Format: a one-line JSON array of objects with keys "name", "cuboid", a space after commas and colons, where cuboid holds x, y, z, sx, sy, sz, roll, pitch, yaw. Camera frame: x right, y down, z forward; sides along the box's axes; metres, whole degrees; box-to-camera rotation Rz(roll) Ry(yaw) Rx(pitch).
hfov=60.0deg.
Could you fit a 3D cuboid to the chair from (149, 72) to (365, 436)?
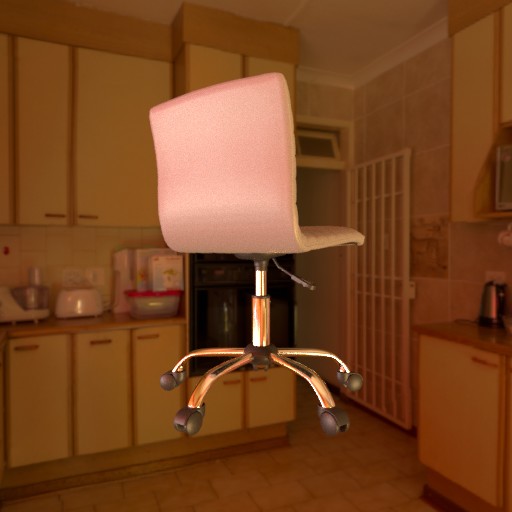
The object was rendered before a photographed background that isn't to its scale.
[{"name": "chair", "cuboid": [0.000, 0.000, 1.139, 0.569, 0.750, 0.542, 1, 1, 37]}]
